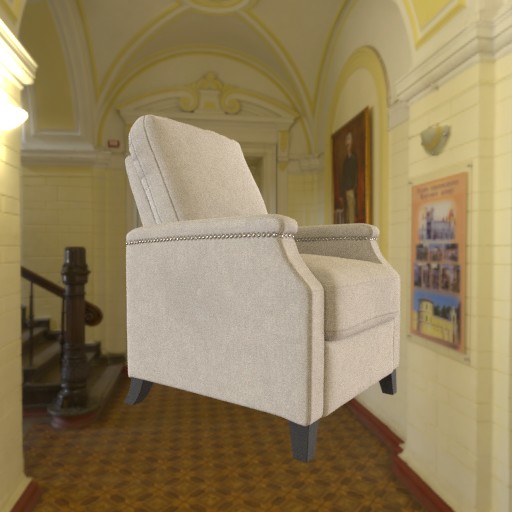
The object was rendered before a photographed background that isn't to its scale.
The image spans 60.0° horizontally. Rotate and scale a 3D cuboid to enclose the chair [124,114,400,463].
[{"bbox_3d":[0.000,0.000,1.653,0.922,1.049,0.710,1,2,36],"label":"chair"}]
